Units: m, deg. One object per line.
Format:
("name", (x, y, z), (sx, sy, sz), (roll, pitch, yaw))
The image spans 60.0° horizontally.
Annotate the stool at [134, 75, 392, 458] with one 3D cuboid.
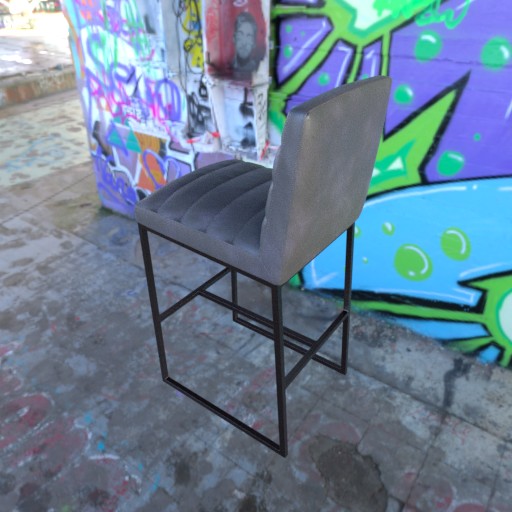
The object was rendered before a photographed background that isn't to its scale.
("stool", (0.000, 0.000, 1.378), (0.562, 1.065, 0.463), (21, 37, 30))
